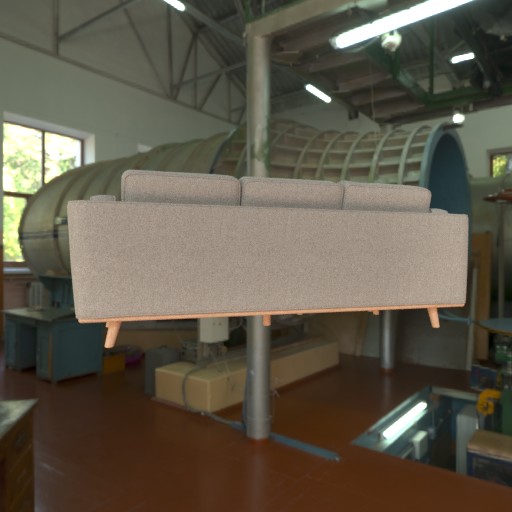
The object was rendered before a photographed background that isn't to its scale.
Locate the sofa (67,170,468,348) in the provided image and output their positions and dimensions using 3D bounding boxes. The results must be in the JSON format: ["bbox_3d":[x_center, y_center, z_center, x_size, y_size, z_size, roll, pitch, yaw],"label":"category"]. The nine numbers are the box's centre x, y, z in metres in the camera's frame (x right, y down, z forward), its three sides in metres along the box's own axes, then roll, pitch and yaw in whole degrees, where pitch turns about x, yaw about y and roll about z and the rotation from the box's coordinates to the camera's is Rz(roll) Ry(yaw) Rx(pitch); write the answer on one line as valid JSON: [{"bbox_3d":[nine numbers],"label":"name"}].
[{"bbox_3d":[0.000,0.000,3.209,2.411,0.929,1.604,0,0,-18],"label":"sofa"}]
